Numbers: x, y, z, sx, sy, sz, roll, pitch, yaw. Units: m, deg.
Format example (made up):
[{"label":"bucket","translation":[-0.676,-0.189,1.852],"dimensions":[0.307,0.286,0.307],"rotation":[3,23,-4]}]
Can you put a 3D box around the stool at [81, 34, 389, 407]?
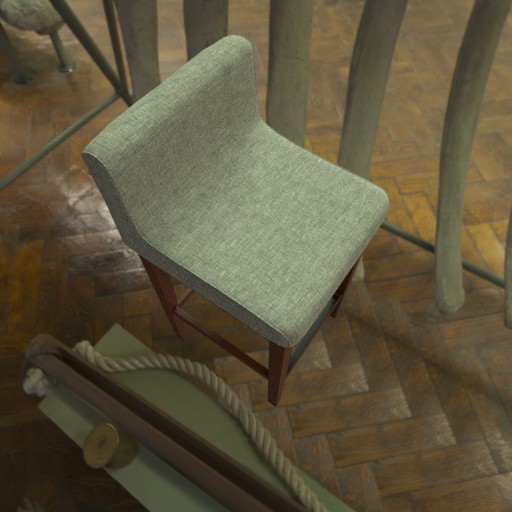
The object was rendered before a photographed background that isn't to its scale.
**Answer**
[{"label":"stool","translation":[0.000,0.000,1.104],"dimensions":[0.459,0.835,0.417],"rotation":[31,63,18]}]
